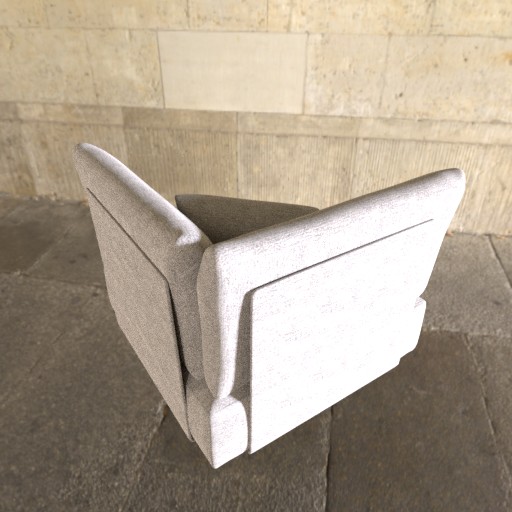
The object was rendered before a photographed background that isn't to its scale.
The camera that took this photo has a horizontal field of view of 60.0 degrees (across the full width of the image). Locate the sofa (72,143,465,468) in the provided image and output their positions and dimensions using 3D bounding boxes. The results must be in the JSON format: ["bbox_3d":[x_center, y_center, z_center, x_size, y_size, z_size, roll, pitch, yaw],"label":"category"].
[{"bbox_3d":[0.000,0.000,1.728,1.000,0.820,1.000,-20,37,-28],"label":"sofa"}]
